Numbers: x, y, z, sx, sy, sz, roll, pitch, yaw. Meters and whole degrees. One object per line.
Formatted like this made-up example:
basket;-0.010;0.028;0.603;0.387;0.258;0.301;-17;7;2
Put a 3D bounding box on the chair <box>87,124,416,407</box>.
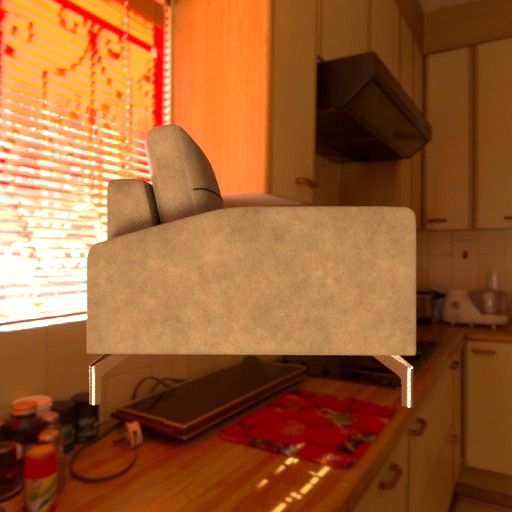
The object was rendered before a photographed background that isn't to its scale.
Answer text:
chair;0.000;0.000;1.616;0.900;0.800;0.900;0;0;1
